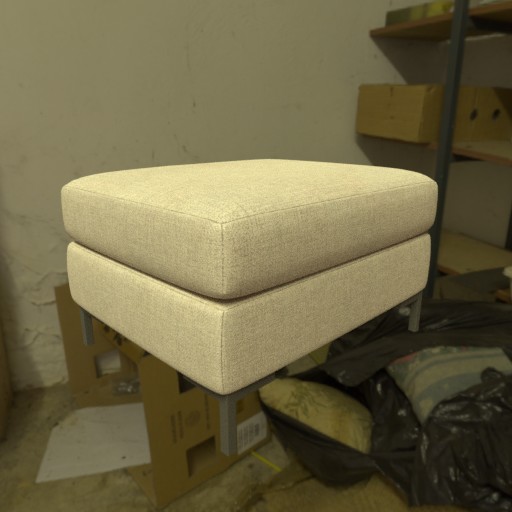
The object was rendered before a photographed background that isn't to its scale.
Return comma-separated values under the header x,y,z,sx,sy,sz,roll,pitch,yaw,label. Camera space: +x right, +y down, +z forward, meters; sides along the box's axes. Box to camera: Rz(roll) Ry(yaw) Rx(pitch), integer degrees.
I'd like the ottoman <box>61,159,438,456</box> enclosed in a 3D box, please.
x,y,z,sx,sy,sz,roll,pitch,yaw,label
0.000,0.000,1.228,0.820,0.490,0.671,-16,23,-42,ottoman
